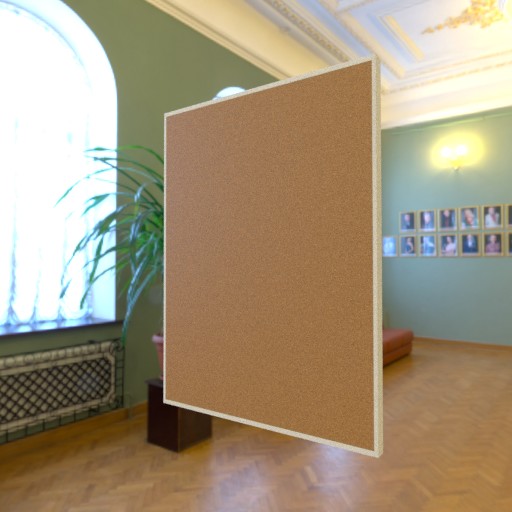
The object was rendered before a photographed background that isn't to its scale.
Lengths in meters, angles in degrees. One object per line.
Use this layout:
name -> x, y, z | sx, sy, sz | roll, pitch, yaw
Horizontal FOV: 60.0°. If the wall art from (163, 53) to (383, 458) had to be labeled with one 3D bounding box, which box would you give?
wall art -> 0.000, 0.000, 1.394 | 0.795, 1.050, 0.039 | -1, -1, 35
